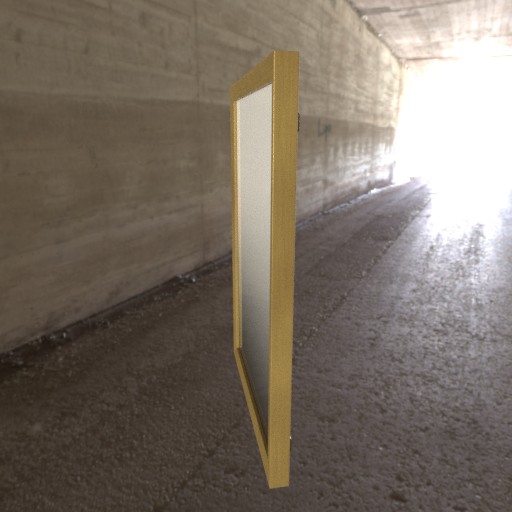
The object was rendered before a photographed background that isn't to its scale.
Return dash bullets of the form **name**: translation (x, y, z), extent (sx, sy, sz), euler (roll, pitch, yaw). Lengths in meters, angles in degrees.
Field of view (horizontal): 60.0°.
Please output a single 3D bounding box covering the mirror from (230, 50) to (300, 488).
- **mirror**: translation (0.000, 0.000, 0.929), extent (0.040, 0.710, 0.507), euler (-3, 16, -10)
